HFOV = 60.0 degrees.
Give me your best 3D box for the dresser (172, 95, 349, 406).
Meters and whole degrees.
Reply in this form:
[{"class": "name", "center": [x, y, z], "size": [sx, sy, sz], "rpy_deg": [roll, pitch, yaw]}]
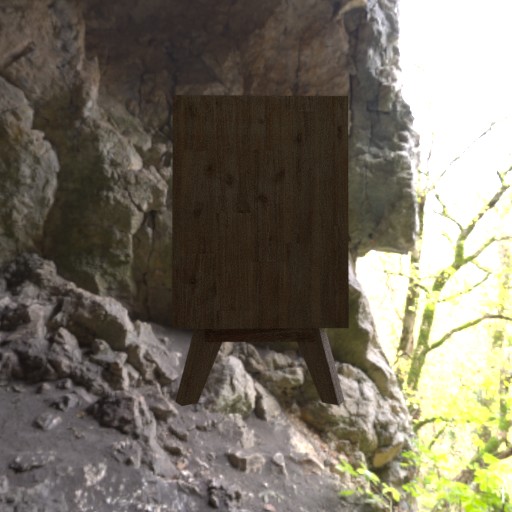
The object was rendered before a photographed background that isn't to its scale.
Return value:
[{"class": "dresser", "center": [0.000, 0.000, 1.915], "size": [0.455, 0.805, 1.554], "rpy_deg": [0, -1, -1]}]
